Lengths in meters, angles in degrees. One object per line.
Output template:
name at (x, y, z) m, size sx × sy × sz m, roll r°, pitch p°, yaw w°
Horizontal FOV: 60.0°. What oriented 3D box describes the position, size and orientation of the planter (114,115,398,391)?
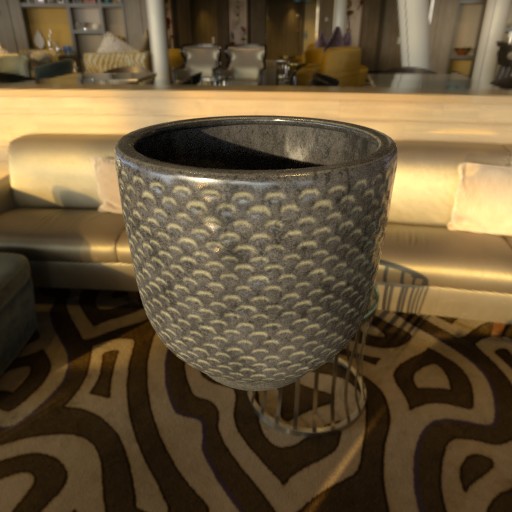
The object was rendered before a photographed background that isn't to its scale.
planter at (0.000, 0.000, 0.358) m, size 0.197 × 0.191 × 0.197 m, roll 0°, pitch 26°, yaw 0°
